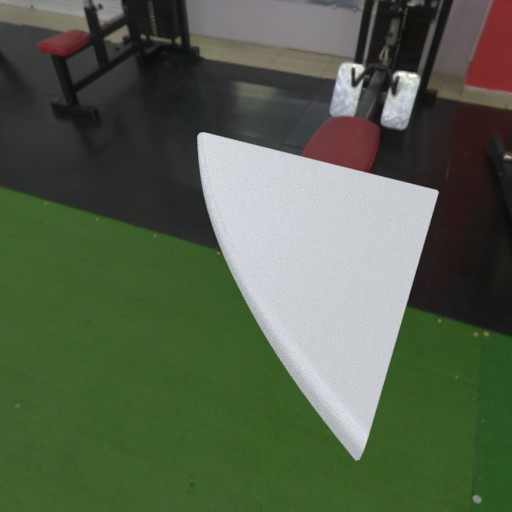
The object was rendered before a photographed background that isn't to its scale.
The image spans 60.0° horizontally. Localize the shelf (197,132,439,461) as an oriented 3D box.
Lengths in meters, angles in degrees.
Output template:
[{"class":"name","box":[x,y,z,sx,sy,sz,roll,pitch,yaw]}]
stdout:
[{"class":"shelf","box":[0.000,0.000,0.460,0.310,0.050,0.310,18,49,16]}]
